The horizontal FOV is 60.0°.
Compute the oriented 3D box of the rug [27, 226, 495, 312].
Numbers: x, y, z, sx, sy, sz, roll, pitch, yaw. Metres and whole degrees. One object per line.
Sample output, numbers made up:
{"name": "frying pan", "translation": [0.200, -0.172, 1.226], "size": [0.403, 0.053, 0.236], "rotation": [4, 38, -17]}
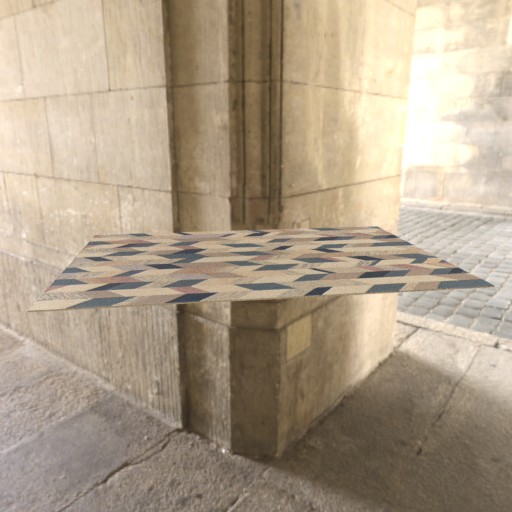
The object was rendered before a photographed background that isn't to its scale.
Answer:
{"name": "rug", "translation": [0.000, 0.000, 2.259], "size": [1.813, 0.006, 1.202], "rotation": [-2, 16, -8]}
